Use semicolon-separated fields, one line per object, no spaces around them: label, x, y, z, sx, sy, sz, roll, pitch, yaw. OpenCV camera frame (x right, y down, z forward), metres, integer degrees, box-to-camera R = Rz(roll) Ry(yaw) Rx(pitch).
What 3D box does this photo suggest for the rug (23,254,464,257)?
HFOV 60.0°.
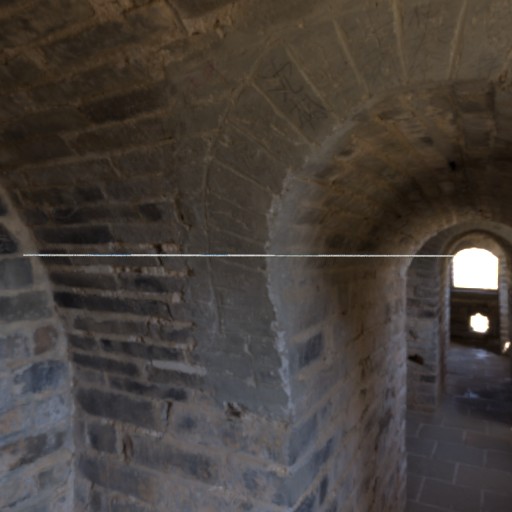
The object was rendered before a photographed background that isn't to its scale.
rug;0.000;0.000;2.703;2.437;0.008;0.774;0;0;-18
